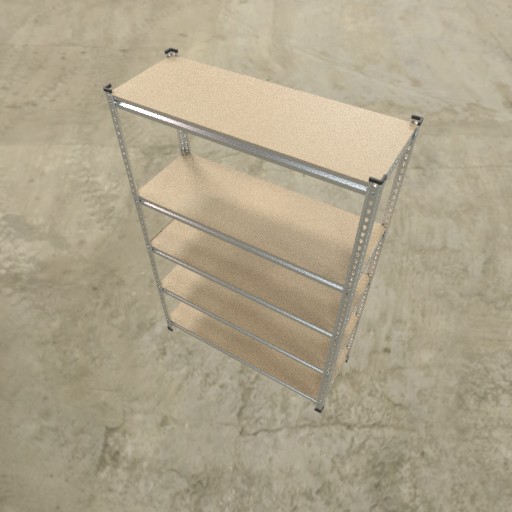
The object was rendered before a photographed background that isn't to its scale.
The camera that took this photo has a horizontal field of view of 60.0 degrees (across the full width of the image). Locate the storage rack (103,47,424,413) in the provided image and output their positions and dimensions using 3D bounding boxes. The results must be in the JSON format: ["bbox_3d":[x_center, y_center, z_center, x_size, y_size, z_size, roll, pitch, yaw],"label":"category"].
[{"bbox_3d":[0.000,0.000,2.440,1.219,1.829,0.457,24,52,20],"label":"storage rack"}]
